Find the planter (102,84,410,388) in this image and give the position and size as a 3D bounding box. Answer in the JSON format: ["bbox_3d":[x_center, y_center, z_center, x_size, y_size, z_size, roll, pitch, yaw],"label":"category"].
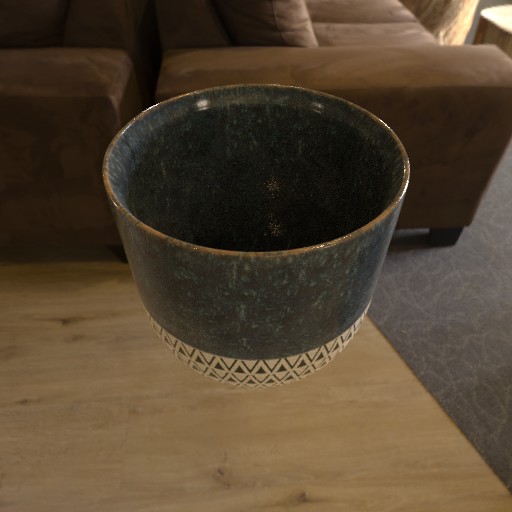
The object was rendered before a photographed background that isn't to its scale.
[{"bbox_3d":[0.000,0.000,0.489,0.266,0.270,0.266,0,45,0],"label":"planter"}]
